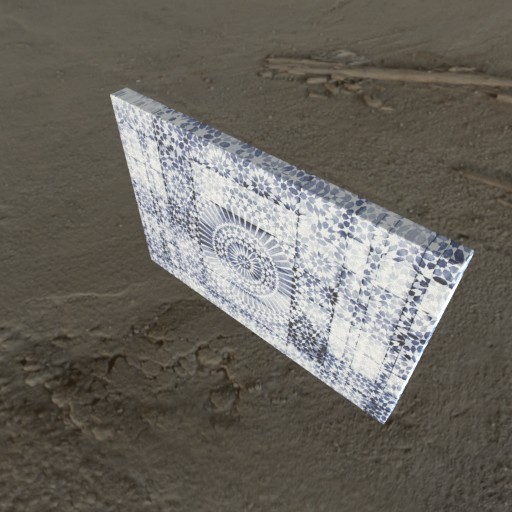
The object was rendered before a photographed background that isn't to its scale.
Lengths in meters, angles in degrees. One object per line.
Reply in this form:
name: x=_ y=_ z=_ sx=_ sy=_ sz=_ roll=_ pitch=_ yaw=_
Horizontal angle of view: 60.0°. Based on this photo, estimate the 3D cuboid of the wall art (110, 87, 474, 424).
wall art: x=0.000 y=0.000 z=1.145 sx=0.911 sy=0.608 sz=0.057 roll=31 pitch=54 yaw=26
